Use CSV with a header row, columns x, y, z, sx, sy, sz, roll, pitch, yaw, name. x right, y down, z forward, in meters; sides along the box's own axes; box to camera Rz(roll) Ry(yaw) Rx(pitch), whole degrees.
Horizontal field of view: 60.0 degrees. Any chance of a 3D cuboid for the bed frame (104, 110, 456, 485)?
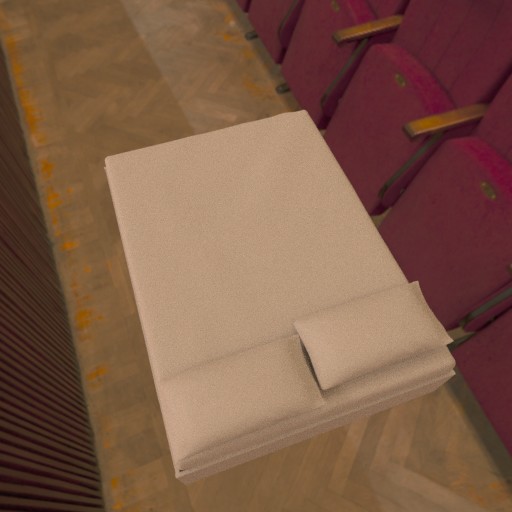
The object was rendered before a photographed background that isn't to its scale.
x,y,z,sx,sy,sz,roll,pitch,yaw,name
0.000,0.000,2.561,1.450,0.629,1.950,-16,60,-10,bed frame
